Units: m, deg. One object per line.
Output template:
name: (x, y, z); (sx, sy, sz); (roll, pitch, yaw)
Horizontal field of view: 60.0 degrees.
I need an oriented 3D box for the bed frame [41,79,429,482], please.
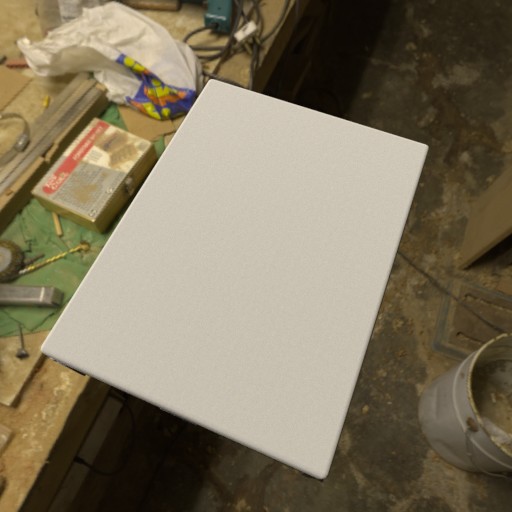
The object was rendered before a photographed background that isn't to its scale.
bed frame: (0.000, 0.000, 3.504); (1.990, 0.680, 2.635); (20, 66, 10)
